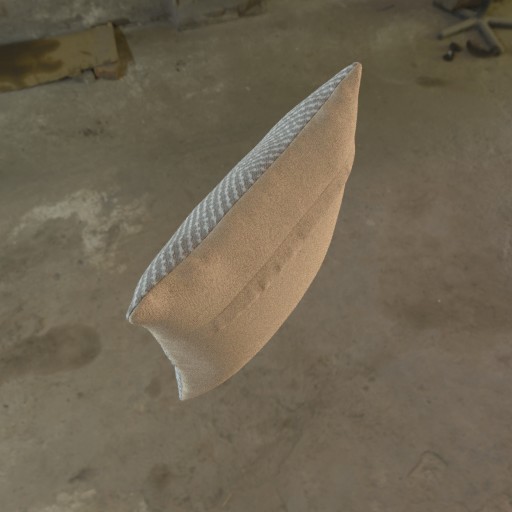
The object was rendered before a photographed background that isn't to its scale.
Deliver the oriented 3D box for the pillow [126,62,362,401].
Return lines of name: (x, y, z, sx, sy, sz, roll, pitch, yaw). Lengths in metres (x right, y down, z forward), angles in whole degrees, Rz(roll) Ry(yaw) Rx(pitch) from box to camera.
pillow: (0.000, 0.000, 0.716, 0.181, 0.458, 0.459, 32, 66, 16)
